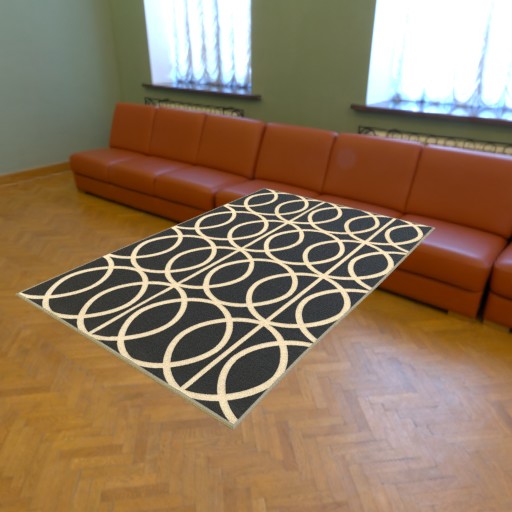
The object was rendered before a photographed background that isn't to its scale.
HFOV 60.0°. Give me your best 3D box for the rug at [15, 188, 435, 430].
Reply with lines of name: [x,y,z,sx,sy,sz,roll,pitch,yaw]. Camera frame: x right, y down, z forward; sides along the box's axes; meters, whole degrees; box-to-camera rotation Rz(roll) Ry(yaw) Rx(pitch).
rug: [0.000,0.000,2.791,1.528,0.014,2.294,19,32,32]
